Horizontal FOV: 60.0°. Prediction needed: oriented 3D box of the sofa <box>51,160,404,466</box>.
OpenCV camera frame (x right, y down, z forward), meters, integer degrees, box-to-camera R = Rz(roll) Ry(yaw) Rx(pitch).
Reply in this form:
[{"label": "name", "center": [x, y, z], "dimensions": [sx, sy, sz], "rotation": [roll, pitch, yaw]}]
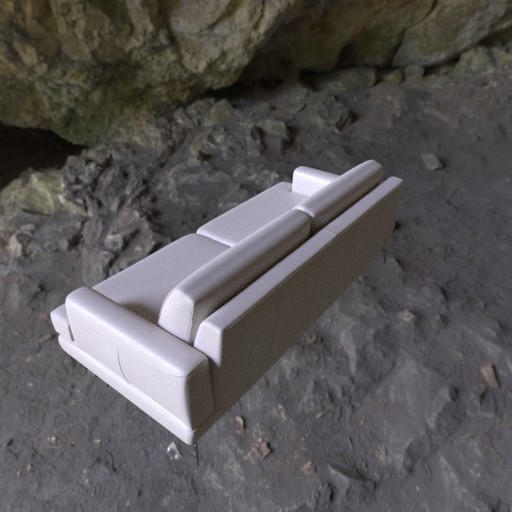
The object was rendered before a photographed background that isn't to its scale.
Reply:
[{"label": "sofa", "center": [0.000, 0.000, 2.450], "dimensions": [0.974, 0.765, 1.940], "rotation": [22, 39, 31]}]
